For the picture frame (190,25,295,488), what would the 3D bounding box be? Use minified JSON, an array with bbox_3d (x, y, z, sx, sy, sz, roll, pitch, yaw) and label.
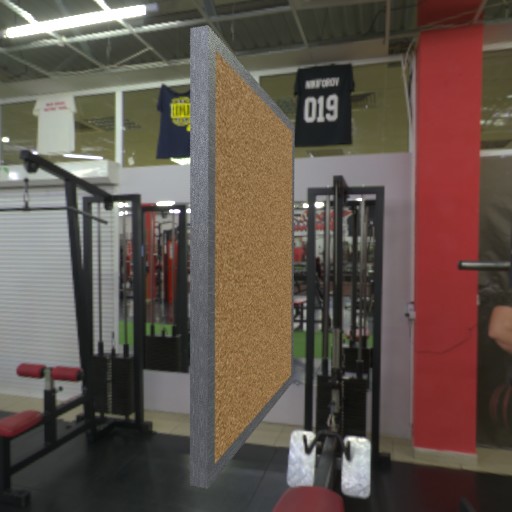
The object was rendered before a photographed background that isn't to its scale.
[{"bbox_3d":[0.000,0.000,0.754,0.029,0.559,0.454,0,1,18],"label":"picture frame"}]
